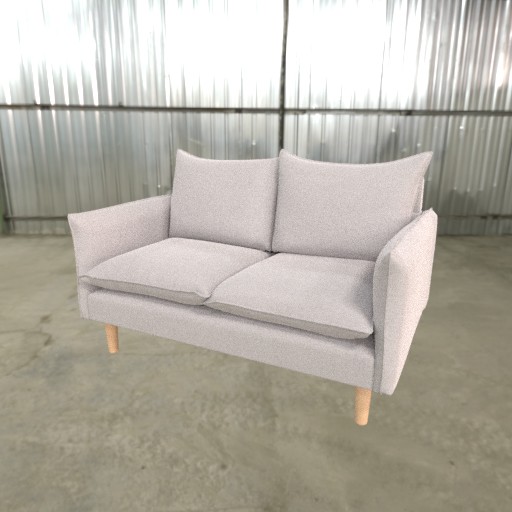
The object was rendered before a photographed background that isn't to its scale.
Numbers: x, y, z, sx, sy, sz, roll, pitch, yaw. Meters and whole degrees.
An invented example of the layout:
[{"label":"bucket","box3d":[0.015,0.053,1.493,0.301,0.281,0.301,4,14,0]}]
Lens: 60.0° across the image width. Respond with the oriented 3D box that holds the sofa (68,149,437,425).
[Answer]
[{"label":"sofa","box3d":[0.000,0.000,1.823,1.300,0.840,0.820,8,18,26]}]
